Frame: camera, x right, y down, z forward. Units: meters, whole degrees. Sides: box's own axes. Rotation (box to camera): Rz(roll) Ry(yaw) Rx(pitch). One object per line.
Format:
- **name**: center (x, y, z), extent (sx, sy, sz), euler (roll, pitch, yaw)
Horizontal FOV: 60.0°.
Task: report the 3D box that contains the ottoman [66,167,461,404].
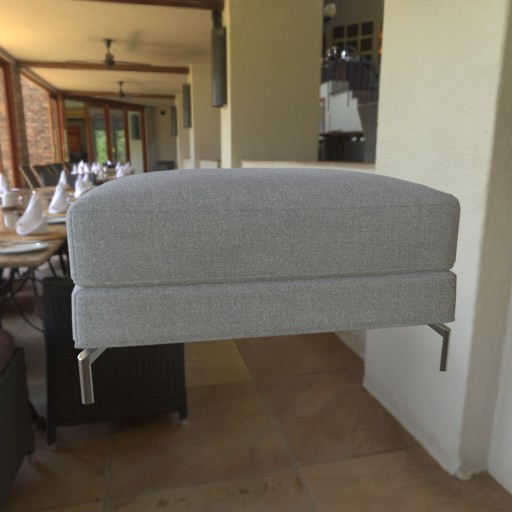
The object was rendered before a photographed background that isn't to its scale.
- **ottoman**: center (0.000, 0.000, 1.173), extent (0.838, 0.457, 0.584), euler (-2, 13, -10)
